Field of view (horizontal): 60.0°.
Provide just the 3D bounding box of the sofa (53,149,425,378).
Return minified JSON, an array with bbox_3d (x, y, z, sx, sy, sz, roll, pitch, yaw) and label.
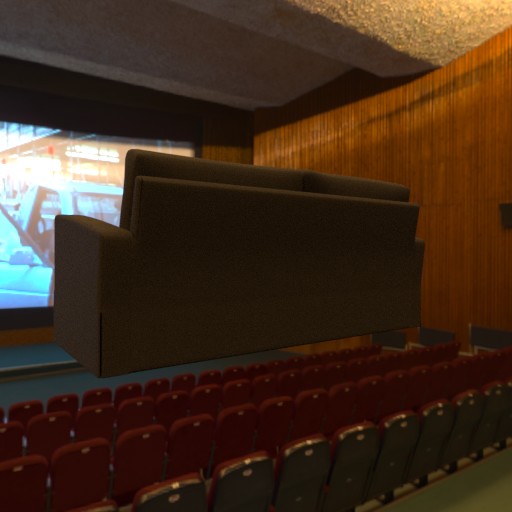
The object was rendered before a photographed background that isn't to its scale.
[{"bbox_3d":[0.000,0.000,2.361,1.852,0.839,0.898,-1,1,-35],"label":"sofa"}]
